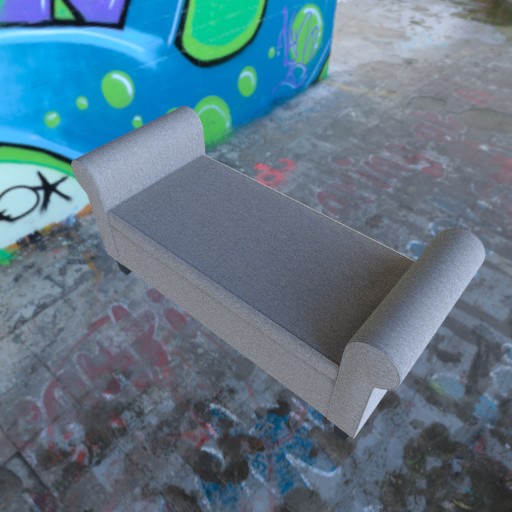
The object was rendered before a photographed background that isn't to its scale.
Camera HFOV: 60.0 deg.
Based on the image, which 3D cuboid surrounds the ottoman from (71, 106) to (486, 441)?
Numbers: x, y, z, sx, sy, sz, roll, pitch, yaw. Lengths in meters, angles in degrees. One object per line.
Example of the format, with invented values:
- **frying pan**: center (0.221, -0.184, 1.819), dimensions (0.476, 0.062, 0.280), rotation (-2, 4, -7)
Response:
- **ottoman**: center (0.000, 0.000, 1.539), dimensions (1.256, 0.547, 0.521), rotation (31, 53, 27)
